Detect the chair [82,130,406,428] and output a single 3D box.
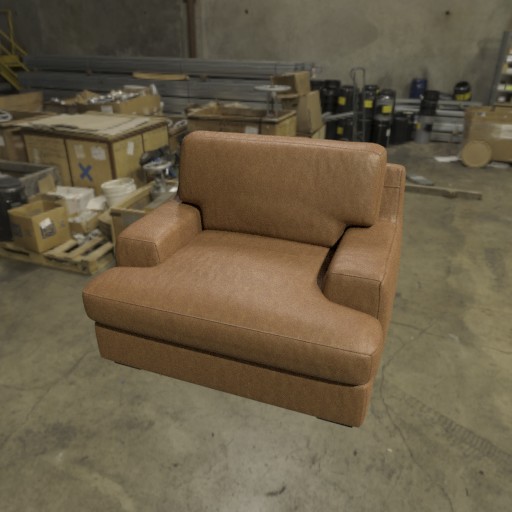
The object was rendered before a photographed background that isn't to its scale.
[{"bbox_3d":[0.000,0.000,2.077,1.276,0.978,1.050,9,28,18],"label":"chair"}]
